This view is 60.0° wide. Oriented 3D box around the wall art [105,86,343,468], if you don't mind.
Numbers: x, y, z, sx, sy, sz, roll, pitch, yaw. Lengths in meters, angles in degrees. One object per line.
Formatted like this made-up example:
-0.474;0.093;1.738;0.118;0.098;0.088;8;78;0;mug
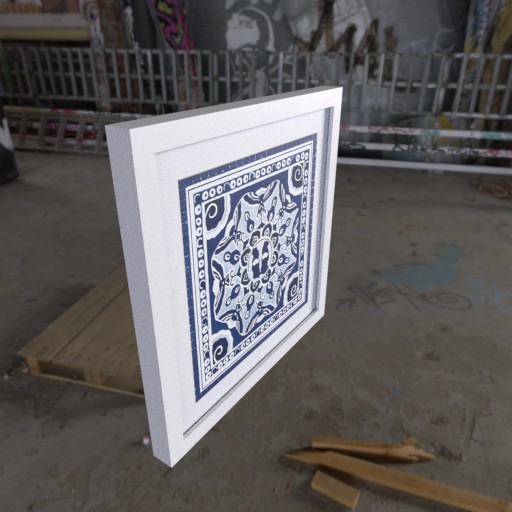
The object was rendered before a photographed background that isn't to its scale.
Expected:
0.000;0.000;0.533;0.027;0.355;0.355;17;31;31;wall art
